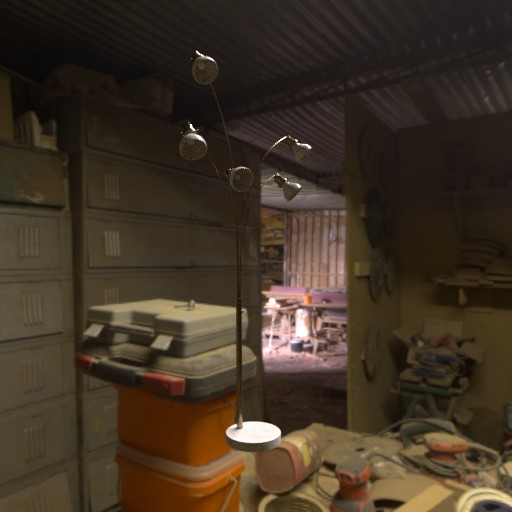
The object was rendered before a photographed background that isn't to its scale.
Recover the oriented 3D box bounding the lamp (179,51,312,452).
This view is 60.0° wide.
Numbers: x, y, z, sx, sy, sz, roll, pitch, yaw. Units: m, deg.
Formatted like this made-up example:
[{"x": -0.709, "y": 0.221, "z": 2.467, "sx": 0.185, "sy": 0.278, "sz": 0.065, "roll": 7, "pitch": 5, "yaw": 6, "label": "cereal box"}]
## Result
[{"x": 0.000, "y": 0.000, "z": 2.943, "sx": 0.361, "sy": 2.423, "sz": 1.405, "roll": 0, "pitch": -1, "yaw": 36, "label": "lamp"}]
